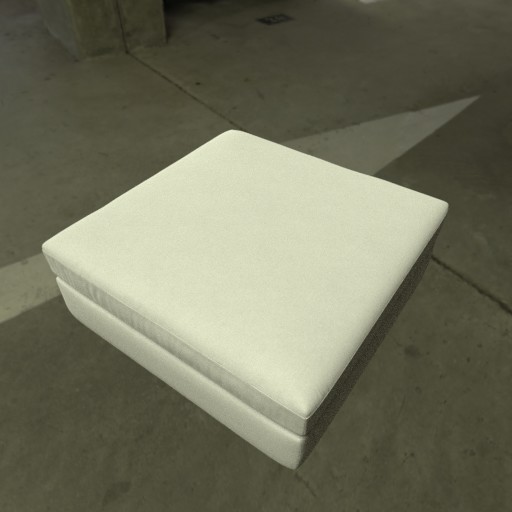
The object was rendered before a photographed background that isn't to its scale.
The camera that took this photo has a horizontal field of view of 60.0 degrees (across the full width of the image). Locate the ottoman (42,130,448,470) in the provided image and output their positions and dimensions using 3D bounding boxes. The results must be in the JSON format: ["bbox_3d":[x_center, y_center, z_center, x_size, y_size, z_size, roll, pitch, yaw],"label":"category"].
[{"bbox_3d":[0.000,0.000,1.817,1.163,0.482,1.167,26,49,25],"label":"ottoman"}]
